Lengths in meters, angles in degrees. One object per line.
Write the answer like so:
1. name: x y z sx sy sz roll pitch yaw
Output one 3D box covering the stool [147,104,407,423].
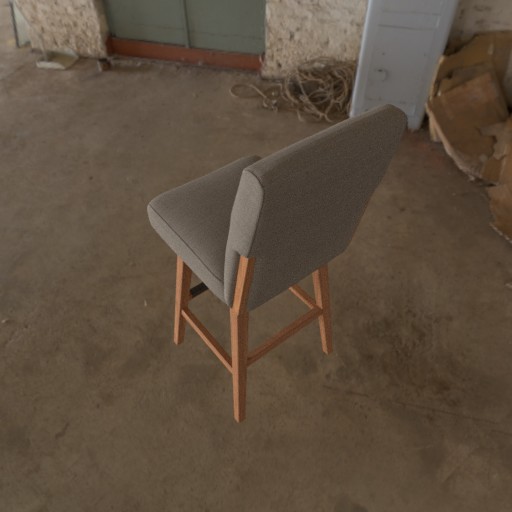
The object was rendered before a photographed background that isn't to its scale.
1. stool: 0.000 0.000 1.416 0.483 1.112 0.570 -30 53 -26
